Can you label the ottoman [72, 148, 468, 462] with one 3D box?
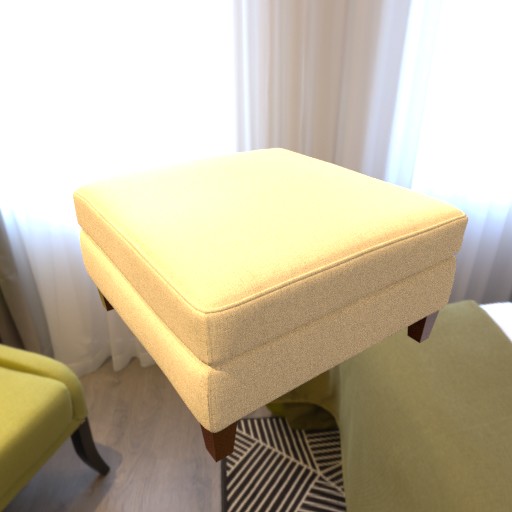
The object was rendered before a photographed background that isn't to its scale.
[{"bbox_3d":[0.000,0.000,1.342,0.838,0.478,0.838,-18,33,-31],"label":"ottoman"}]
